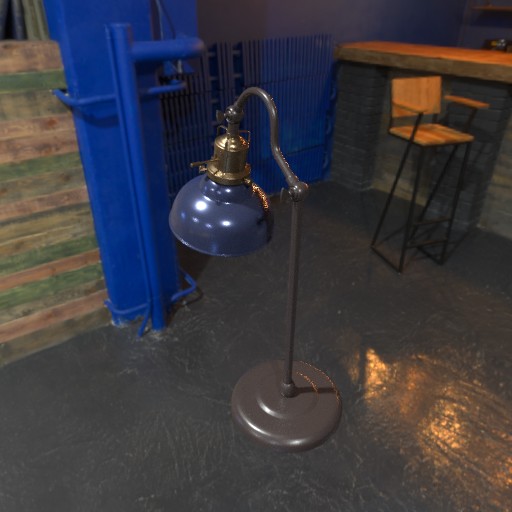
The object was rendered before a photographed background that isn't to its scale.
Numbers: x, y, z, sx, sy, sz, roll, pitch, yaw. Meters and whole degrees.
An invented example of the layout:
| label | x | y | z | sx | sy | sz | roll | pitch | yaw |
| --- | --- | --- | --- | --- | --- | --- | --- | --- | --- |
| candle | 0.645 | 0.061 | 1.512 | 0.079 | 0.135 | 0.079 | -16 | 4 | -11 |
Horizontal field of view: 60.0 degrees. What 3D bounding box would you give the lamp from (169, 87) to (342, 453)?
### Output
| label | x | y | z | sx | sy | sz | roll | pitch | yaw |
| --- | --- | --- | --- | --- | --- | --- | --- | --- | --- |
| lamp | 0.000 | 0.000 | 0.704 | 0.192 | 0.508 | 0.374 | -20 | 36 | -30 |
